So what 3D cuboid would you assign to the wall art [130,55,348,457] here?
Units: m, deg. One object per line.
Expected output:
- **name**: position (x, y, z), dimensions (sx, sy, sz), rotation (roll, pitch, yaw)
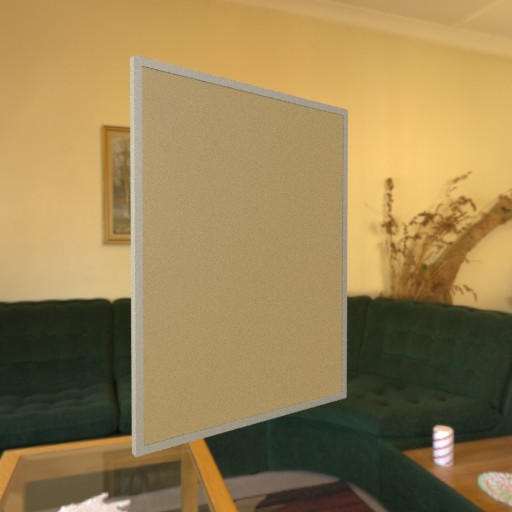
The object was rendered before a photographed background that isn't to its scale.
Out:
- **wall art**: position (0.000, 0.000, 1.388), dimensions (0.789, 1.042, 0.034), rotation (-1, 1, -36)
